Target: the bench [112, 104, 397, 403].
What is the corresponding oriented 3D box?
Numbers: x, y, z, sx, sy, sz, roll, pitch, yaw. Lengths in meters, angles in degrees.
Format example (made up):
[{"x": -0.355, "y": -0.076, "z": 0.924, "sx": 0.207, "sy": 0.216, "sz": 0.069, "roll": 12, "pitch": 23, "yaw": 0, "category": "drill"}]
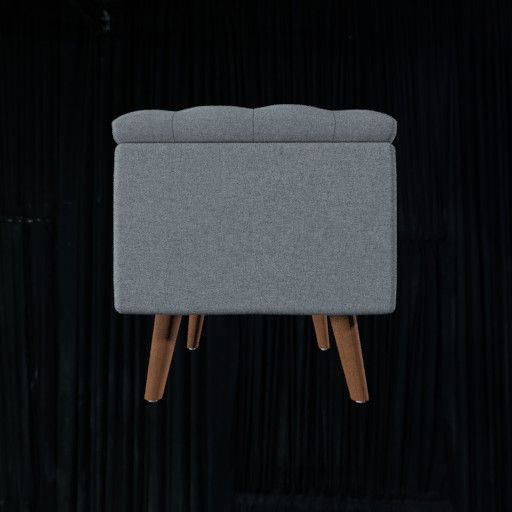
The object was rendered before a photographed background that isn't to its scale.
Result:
[{"x": 0.000, "y": 0.000, "z": 0.917, "sx": 0.417, "sy": 0.469, "sz": 0.572, "roll": 0, "pitch": 0, "yaw": 1, "category": "bench"}]
